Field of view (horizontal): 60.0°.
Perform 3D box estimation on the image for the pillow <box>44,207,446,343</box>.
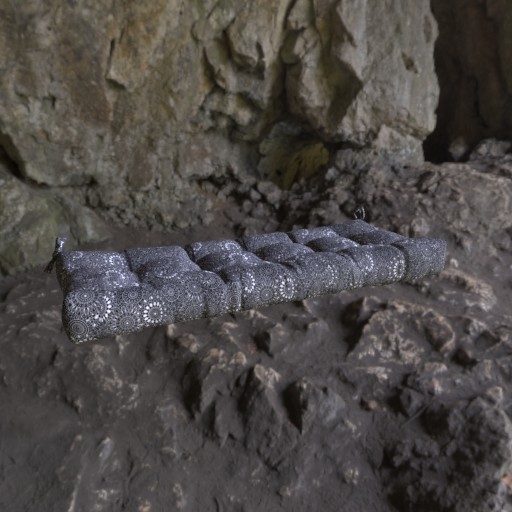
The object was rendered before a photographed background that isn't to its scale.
[{"bbox_3d":[0.000,0.000,1.375,1.194,0.174,0.511,-8,18,-25],"label":"pillow"}]
